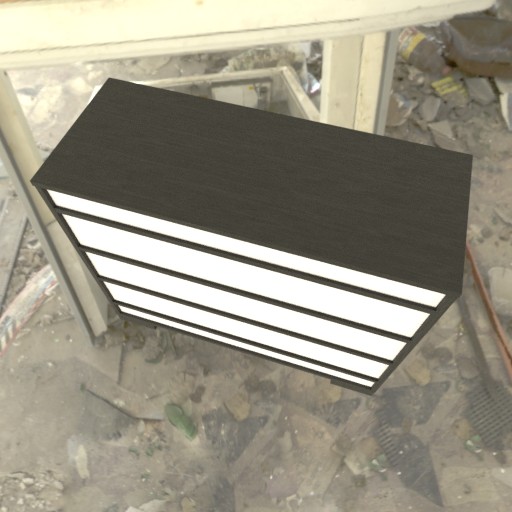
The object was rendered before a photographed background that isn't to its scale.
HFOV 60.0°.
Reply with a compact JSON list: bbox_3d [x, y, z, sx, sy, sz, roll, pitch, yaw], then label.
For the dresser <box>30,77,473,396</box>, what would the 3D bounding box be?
[{"bbox_3d":[0.000,0.000,1.415,0.994,0.816,0.404,15,60,9],"label":"dresser"}]
